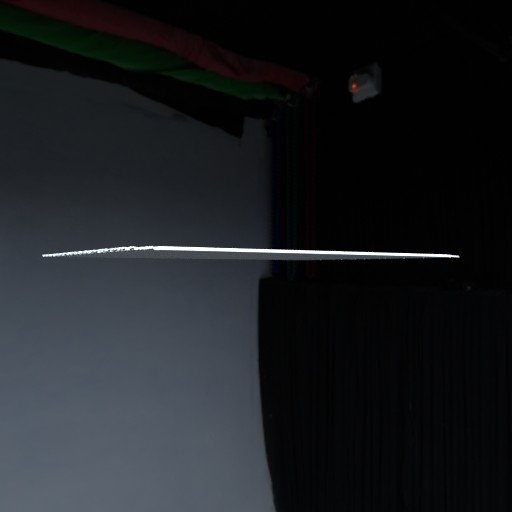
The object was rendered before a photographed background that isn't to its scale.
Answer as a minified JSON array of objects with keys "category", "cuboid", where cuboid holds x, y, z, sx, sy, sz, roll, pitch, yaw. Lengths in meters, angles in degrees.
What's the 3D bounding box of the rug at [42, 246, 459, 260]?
[{"category":"rug","cuboid":[0.000,0.000,2.360,1.872,0.013,1.243,1,-2,-37]}]
